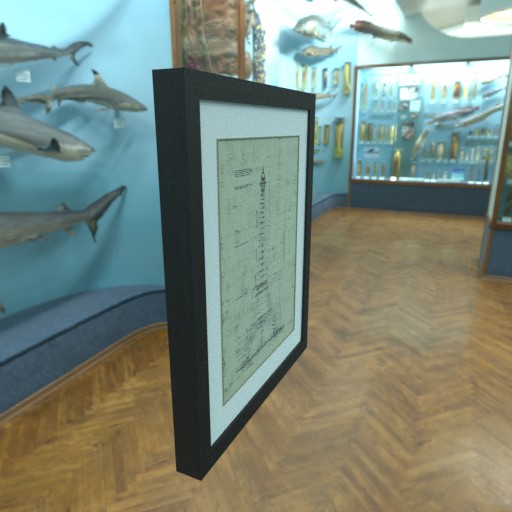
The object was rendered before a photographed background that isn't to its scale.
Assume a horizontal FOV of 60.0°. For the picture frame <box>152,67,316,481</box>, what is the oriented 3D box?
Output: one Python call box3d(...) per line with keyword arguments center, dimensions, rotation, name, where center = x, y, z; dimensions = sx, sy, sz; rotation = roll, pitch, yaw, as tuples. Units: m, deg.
box3d(center=(0.000, 0.000, 0.769), dimensions=(0.044, 0.555, 0.452), rotation=(8, 18, 25), name="picture frame")
